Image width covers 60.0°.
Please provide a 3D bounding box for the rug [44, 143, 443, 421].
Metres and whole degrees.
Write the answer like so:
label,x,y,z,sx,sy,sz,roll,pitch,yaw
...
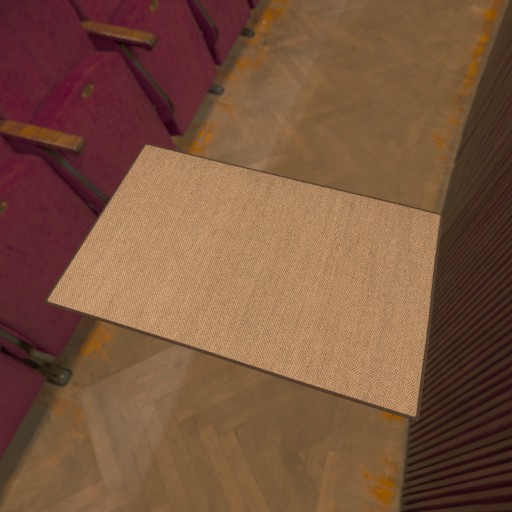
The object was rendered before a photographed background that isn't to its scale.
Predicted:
label,x,y,z,sx,sy,sz,roll,pitch,yaw
rug,0.000,0.000,2.132,1.676,0.013,1.067,15,59,9
